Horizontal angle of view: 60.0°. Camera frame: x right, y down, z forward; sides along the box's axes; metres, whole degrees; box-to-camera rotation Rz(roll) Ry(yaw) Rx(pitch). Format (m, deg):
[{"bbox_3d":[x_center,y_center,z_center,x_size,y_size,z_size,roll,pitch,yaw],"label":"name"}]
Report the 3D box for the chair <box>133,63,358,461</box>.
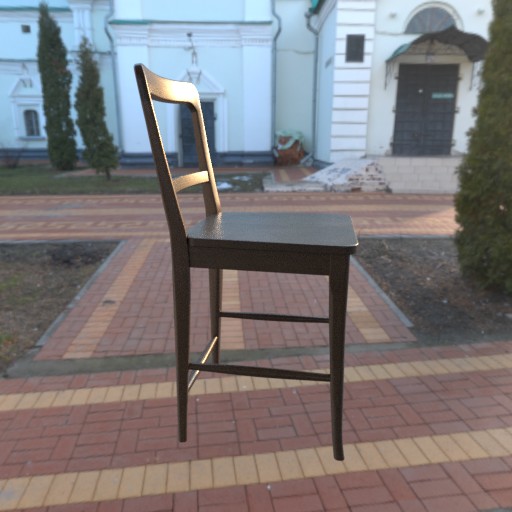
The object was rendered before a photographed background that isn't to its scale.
[{"bbox_3d":[0.000,0.000,1.284,0.546,0.991,0.450,2,15,9],"label":"chair"}]
